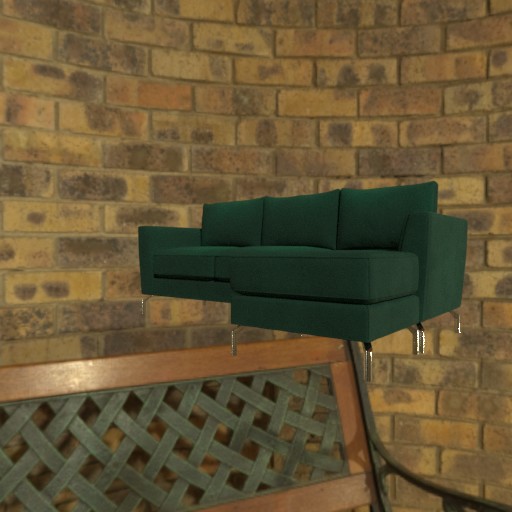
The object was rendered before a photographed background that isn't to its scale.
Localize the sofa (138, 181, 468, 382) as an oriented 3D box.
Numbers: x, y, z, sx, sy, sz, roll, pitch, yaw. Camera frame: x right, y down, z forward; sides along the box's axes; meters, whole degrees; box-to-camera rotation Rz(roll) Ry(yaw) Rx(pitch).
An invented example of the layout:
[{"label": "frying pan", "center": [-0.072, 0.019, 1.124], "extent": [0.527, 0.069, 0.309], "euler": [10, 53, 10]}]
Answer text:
[{"label": "sofa", "center": [0.000, 0.000, 3.122], "extent": [2.441, 1.007, 1.489], "euler": [1, 1, 38]}]
